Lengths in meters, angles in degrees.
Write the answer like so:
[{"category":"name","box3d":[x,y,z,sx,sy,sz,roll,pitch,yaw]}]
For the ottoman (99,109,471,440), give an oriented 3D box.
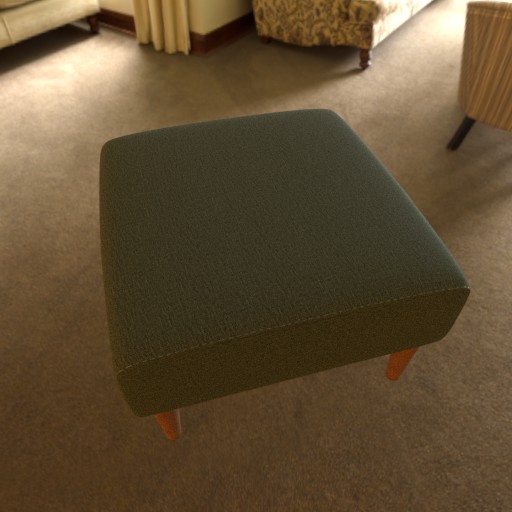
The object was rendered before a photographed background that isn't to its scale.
[{"category":"ottoman","box3d":[0.000,0.000,1.038,0.649,0.398,0.650,-11,48,-11]}]
